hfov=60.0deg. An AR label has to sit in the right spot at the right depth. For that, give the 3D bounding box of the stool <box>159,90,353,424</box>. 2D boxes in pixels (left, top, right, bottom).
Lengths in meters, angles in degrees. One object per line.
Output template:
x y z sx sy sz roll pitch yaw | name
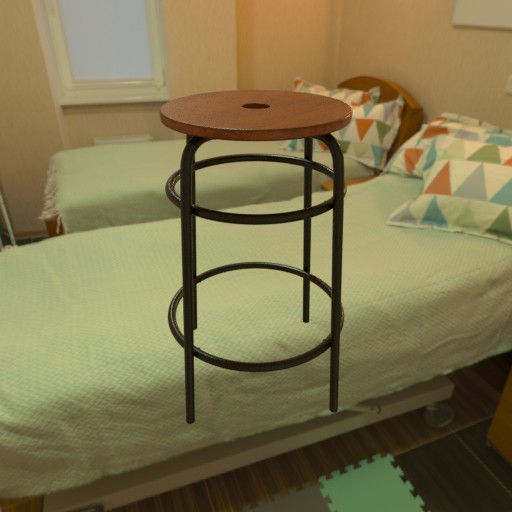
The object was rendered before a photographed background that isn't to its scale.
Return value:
0.000 0.000 0.933 0.455 0.610 0.455 22 37 33 | stool
